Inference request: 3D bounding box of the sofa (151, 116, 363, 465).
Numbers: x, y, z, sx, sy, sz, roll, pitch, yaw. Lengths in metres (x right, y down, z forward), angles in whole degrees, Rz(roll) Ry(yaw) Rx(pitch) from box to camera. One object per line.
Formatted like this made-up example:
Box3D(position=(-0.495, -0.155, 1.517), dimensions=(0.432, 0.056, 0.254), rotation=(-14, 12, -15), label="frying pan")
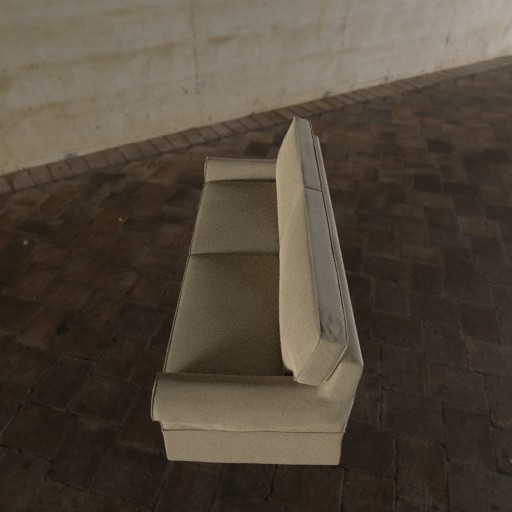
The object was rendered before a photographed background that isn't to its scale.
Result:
Box3D(position=(0.000, 0.000, 2.743), dimensions=(0.900, 1.014, 2.246), rotation=(1, 40, 1), label="sofa")
